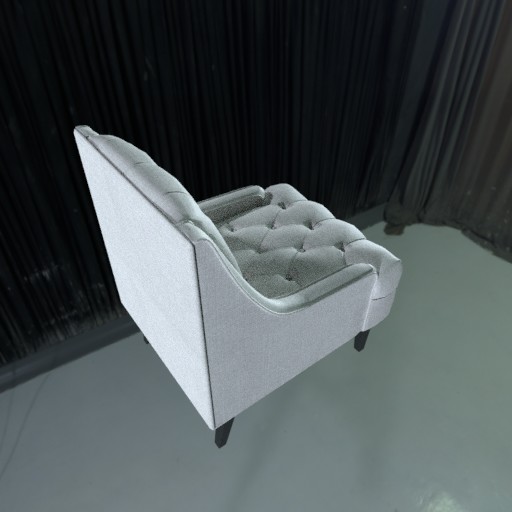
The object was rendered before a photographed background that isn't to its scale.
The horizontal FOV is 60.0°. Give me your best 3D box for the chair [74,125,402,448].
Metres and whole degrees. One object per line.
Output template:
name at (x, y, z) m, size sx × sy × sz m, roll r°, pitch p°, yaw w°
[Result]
chair at (0.000, 0.000, 1.455) m, size 0.772 × 0.891 × 0.658 m, roll -26°, pitch 46°, yaw -27°
